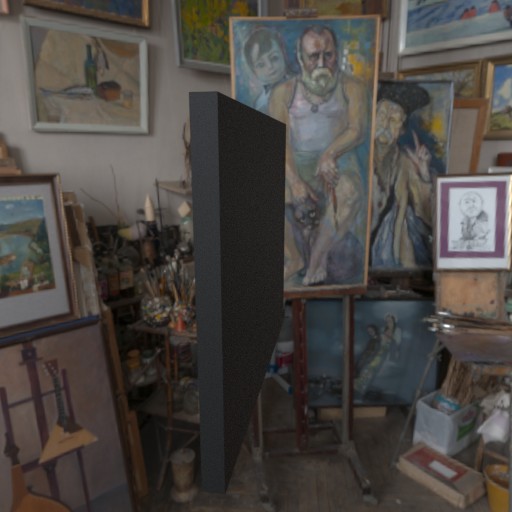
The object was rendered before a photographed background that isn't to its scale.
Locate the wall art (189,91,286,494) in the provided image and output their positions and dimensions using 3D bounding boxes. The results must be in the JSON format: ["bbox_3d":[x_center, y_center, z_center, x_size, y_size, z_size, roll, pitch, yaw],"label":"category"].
[{"bbox_3d":[0.000,0.000,0.748,0.029,0.457,0.558,2,14,10],"label":"wall art"}]
